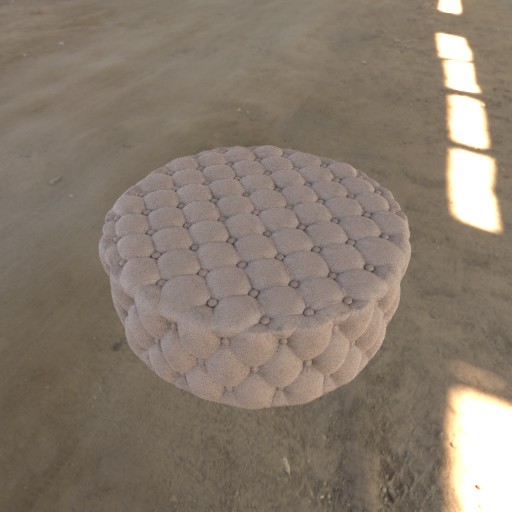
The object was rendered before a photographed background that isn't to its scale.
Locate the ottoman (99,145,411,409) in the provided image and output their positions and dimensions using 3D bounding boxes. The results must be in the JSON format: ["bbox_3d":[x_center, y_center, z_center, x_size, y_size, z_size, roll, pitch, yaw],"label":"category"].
[{"bbox_3d":[0.000,0.000,1.544,0.998,0.399,0.998,0,40,0],"label":"ottoman"}]
